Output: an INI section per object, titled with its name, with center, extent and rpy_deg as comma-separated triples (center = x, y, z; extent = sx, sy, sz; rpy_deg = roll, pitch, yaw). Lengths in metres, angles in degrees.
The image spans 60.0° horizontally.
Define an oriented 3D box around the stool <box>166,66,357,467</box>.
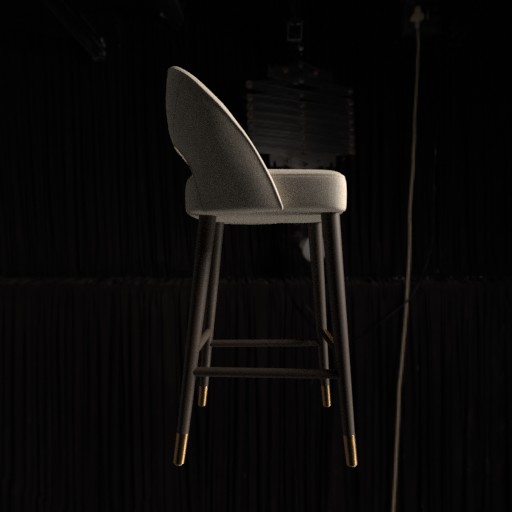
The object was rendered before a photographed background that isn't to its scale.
[stool]
center = 0.000, 0.000, 1.315
extent = 0.509, 1.037, 0.494
rpy_deg = 0, 0, 1
